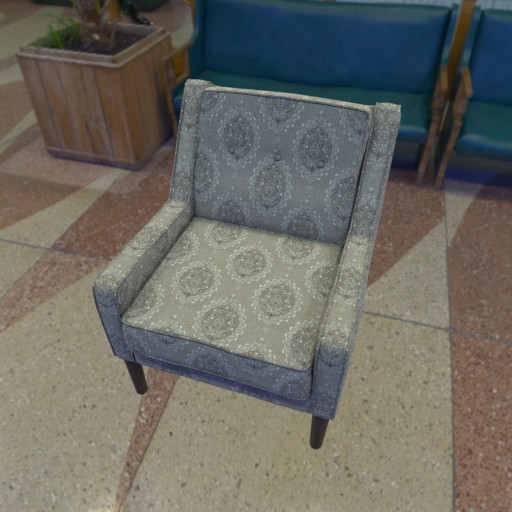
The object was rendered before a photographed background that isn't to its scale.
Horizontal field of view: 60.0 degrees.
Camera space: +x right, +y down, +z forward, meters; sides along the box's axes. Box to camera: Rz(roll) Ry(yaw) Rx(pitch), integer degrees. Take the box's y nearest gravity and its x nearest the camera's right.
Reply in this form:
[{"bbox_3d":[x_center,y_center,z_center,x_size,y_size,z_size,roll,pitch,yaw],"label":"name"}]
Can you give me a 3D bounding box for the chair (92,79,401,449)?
[{"bbox_3d":[0.000,0.000,1.325,0.665,0.797,0.750,12,43,13],"label":"chair"}]
